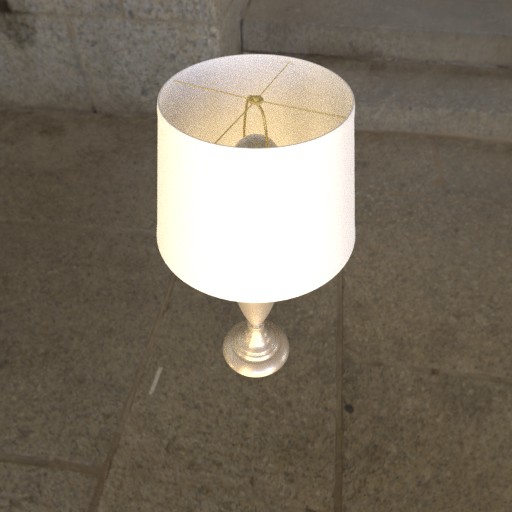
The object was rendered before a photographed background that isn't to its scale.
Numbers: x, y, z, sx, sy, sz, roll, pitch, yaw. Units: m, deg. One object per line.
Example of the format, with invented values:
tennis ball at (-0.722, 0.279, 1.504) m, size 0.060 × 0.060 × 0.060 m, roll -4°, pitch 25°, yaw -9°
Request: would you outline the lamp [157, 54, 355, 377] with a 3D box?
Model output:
lamp at (0.000, 0.000, 0.798) m, size 0.328 × 0.612 × 0.328 m, roll 0°, pitch 47°, yaw 0°
